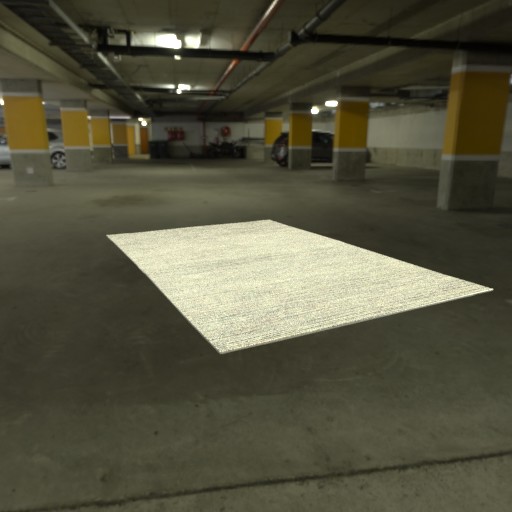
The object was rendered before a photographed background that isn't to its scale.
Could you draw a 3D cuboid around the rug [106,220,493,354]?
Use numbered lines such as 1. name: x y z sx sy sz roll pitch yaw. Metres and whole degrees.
1. rug: 0.000 0.000 2.230 1.159 0.021 1.789 -7 16 -27
